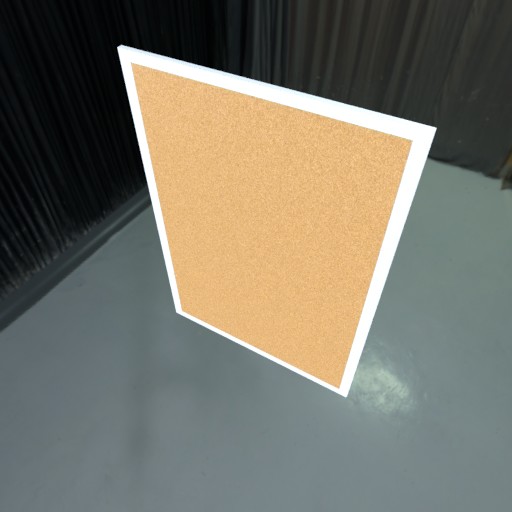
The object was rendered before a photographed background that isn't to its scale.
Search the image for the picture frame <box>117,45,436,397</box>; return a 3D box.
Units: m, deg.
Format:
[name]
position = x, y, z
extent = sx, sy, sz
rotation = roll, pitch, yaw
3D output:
[picture frame]
position = 0.000, 0.000, 1.161
extent = 0.659, 0.940, 0.013
rotation = 23, 51, 20
